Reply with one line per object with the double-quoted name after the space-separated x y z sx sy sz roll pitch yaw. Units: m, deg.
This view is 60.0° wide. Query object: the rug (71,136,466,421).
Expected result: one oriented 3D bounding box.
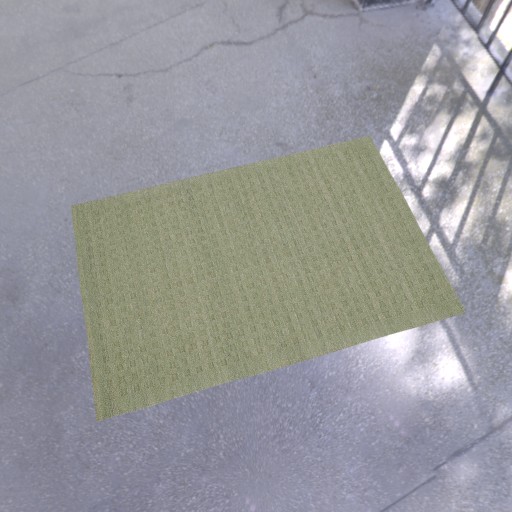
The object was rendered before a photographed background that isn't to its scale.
0.000 0.000 2.246 1.747 0.006 1.143 -15 64 -7 "rug"
